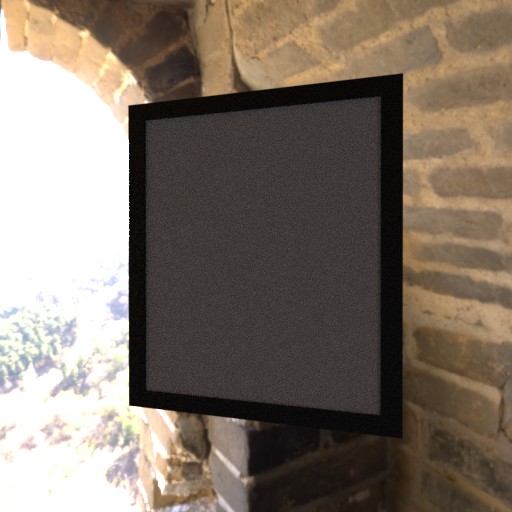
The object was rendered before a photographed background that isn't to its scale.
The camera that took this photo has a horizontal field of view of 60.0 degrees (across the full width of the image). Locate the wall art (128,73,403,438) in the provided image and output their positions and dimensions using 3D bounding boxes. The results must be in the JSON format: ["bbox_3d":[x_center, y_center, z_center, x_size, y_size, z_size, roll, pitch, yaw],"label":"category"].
[{"bbox_3d":[0.000,0.000,0.525,0.330,0.381,0.029,0,0,18],"label":"wall art"}]
